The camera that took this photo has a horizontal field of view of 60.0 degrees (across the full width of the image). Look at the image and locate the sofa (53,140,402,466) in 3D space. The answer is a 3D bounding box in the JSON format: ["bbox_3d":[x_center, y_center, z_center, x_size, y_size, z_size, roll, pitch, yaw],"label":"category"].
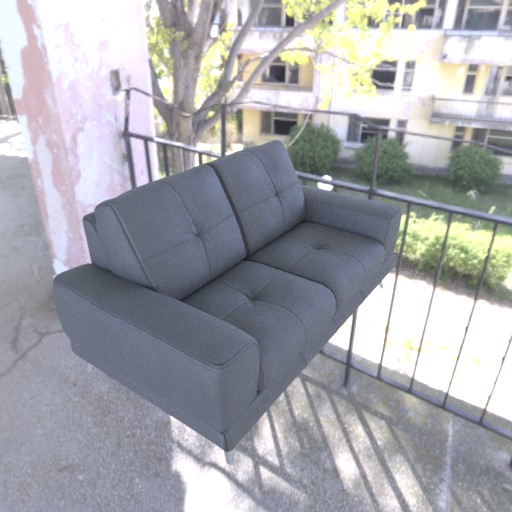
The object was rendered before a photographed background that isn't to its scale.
[{"bbox_3d":[0.000,0.000,2.379,1.018,0.907,1.806,19,33,31],"label":"sofa"}]
